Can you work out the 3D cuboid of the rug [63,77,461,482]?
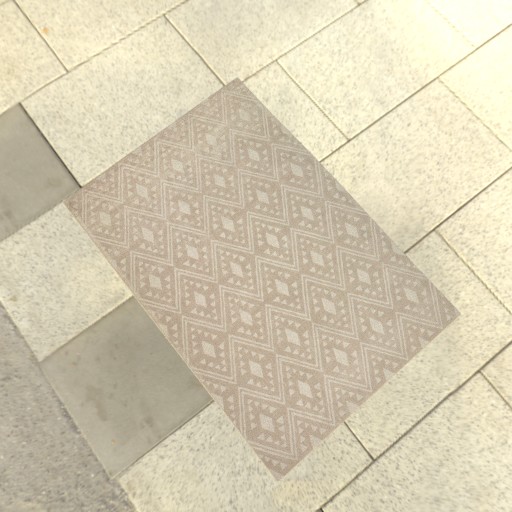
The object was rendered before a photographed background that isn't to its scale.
[{"bbox_3d":[0.000,0.000,2.362,1.252,0.034,1.829,-39,79,-9],"label":"rug"}]
